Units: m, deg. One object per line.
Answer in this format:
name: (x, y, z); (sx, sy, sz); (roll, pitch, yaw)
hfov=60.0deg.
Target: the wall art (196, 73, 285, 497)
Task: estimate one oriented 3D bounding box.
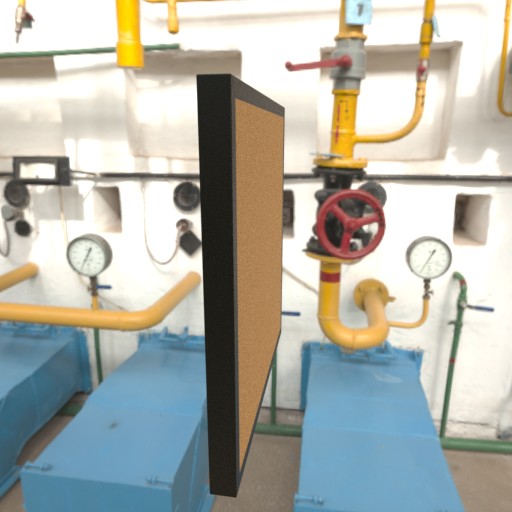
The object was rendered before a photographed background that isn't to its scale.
wall art: (0.000, 0.000, 0.747); (0.036, 0.508, 0.508); (2, 15, 9)
